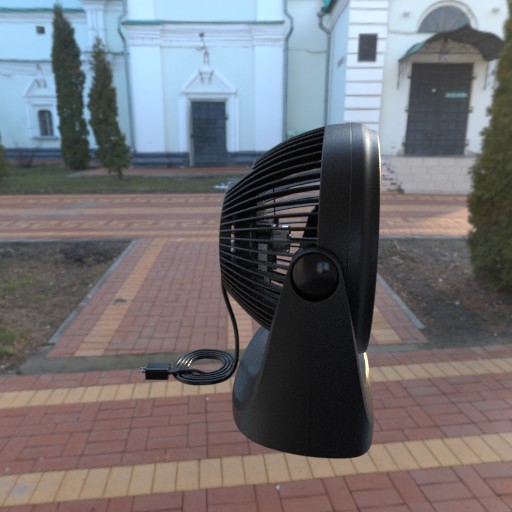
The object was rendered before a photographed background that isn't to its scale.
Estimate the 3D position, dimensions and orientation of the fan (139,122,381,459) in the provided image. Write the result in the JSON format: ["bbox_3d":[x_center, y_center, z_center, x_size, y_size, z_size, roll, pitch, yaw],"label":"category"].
[{"bbox_3d":[0.000,0.000,0.483,0.256,0.277,0.273,3,15,10],"label":"fan"}]
